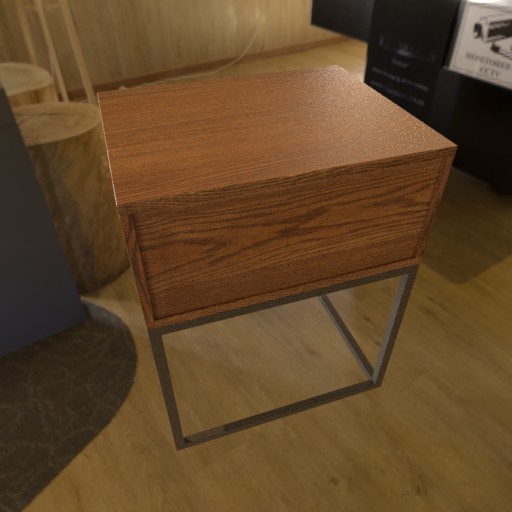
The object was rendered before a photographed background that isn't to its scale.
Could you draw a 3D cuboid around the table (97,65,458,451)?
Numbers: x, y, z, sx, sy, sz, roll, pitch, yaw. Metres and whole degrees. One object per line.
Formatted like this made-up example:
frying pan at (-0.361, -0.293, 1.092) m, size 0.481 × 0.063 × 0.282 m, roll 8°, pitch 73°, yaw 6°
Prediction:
table at (0.000, 0.000, 0.923) m, size 0.482 × 0.610 × 0.400 m, roll -12°, pitch 42°, yaw -14°
